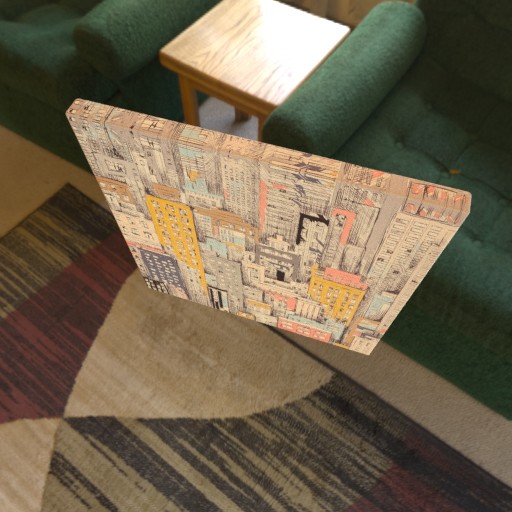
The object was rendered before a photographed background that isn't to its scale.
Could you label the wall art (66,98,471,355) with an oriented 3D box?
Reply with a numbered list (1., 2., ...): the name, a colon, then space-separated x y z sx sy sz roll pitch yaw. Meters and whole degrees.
1. wall art: 0.000 0.000 0.903 0.607 0.608 0.038 16 61 9
